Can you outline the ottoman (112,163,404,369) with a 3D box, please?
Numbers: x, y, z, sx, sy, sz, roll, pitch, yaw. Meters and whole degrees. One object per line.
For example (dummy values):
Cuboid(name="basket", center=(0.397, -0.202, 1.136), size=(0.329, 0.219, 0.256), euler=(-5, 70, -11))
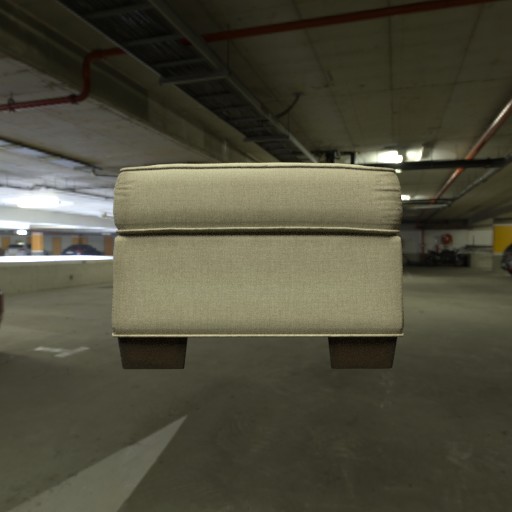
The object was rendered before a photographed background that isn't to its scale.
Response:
Cuboid(name="ottoman", center=(0.000, 0.000, 1.457), size=(0.617, 0.461, 1.097), euler=(0, 1, 0))
